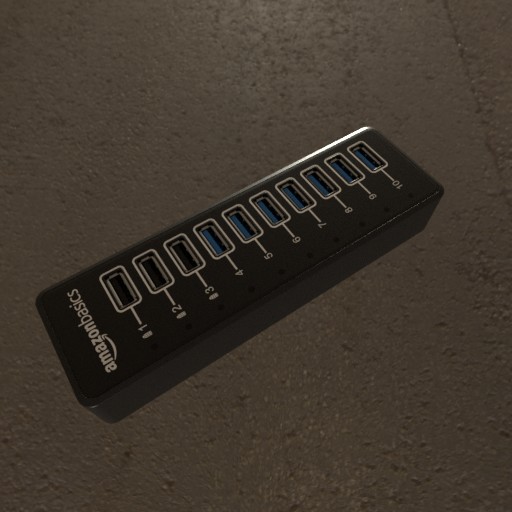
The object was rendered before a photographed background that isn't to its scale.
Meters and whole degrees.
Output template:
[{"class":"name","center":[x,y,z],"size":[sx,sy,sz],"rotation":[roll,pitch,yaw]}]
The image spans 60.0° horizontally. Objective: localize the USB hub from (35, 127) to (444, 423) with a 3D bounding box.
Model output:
[{"class":"USB hub","center":[0.000,0.000,0.163],"size":[0.145,0.023,0.044],"rotation":[-29,63,-17]}]
